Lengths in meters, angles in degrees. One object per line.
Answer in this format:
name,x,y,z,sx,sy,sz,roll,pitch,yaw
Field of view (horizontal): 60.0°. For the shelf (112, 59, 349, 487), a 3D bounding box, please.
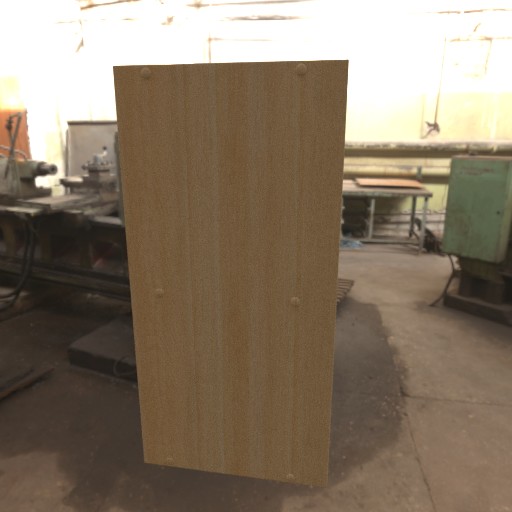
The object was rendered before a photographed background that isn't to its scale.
shelf,0.000,0.000,0.802,0.290,0.592,0.414,3,16,10
